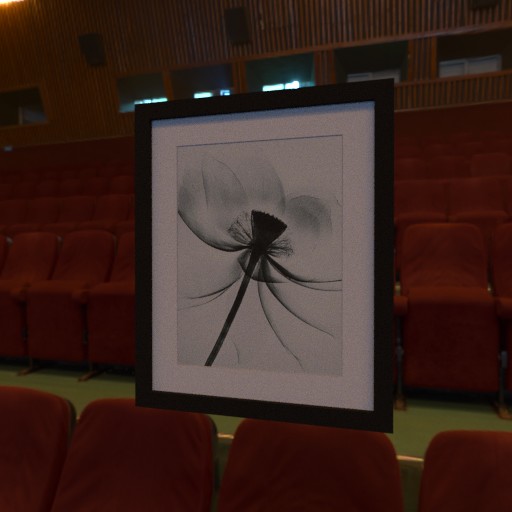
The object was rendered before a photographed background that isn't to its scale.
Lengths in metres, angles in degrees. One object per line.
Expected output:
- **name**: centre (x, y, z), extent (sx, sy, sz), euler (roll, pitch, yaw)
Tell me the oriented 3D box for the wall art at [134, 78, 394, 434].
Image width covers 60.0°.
- **wall art**: centre (0.000, 0.000, 0.771), extent (0.457, 0.559, 0.029), euler (0, 1, 16)
